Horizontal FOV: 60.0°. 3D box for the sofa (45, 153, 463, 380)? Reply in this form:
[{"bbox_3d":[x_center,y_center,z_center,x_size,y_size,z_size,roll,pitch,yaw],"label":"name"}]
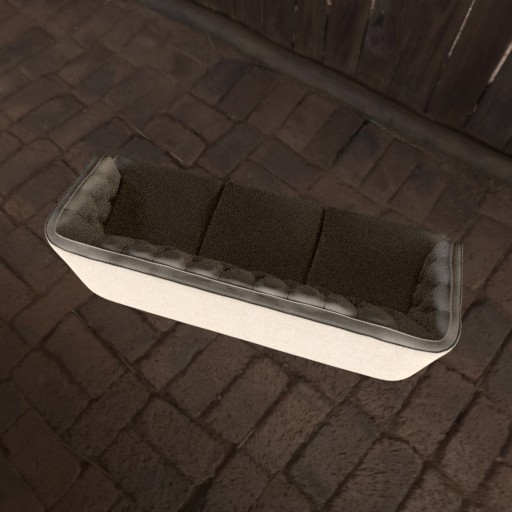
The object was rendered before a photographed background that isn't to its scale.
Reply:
[{"bbox_3d":[0.000,0.000,2.702,2.235,0.788,0.913,15,64,7],"label":"sofa"}]
